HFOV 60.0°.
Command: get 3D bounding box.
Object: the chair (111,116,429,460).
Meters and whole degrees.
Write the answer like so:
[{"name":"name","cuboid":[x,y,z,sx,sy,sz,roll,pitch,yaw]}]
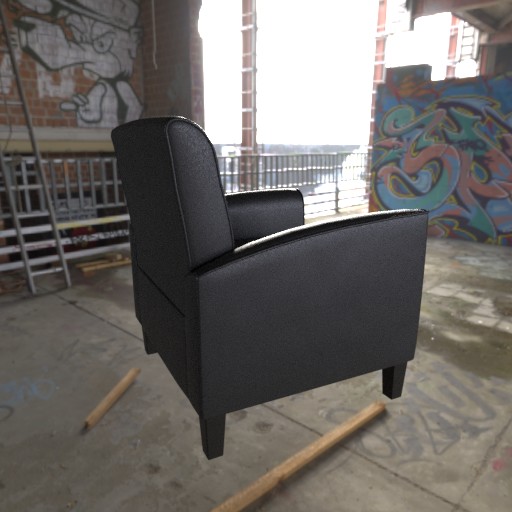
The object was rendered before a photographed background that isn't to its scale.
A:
[{"name":"chair","cuboid":[0.000,0.000,1.577,0.819,0.916,0.820,-7,16,-26]}]
